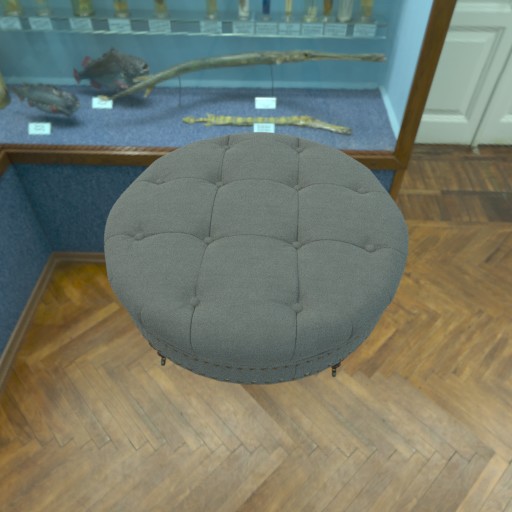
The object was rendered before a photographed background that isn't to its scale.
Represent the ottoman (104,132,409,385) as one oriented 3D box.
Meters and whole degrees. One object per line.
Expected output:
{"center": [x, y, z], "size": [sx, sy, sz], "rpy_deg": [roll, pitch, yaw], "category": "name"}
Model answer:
{"center": [0.000, 0.000, 1.420], "size": [0.901, 0.439, 0.901], "rpy_deg": [0, 47, 0], "category": "ottoman"}
